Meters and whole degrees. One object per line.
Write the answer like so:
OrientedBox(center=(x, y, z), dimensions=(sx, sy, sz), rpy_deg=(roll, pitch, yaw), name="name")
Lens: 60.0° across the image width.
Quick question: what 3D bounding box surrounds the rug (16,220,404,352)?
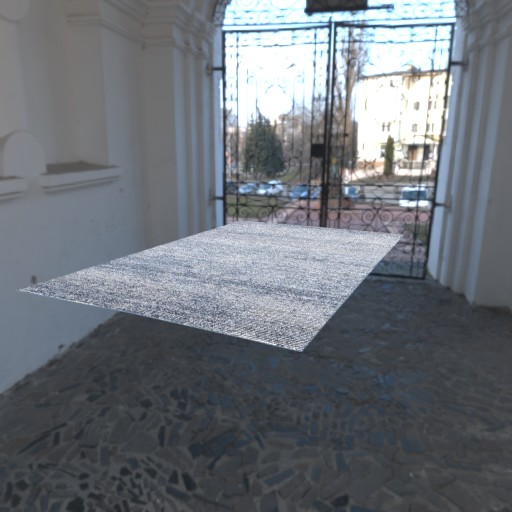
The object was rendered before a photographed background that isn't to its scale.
OrientedBox(center=(0.000, 0.000, 2.162), dimensions=(1.135, 0.010, 1.740), rpy_deg=(7, 16, 26), name="rug")
